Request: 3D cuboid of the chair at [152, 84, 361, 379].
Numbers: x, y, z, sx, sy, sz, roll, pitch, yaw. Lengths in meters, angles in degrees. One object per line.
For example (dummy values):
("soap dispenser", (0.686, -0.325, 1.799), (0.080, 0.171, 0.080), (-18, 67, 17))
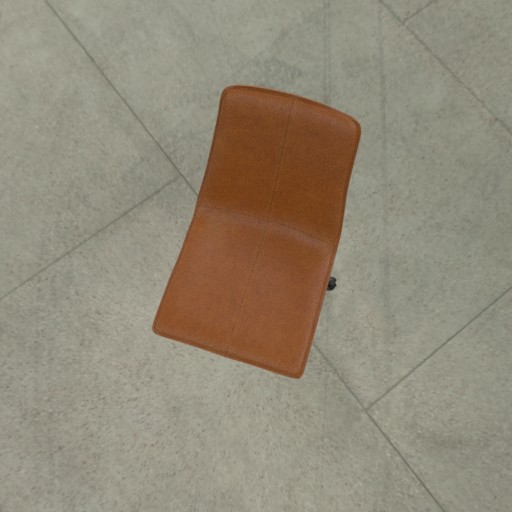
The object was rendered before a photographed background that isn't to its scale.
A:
("chair", (0.000, 0.000, 1.422), (0.651, 0.920, 0.660), (17, 77, 4))
